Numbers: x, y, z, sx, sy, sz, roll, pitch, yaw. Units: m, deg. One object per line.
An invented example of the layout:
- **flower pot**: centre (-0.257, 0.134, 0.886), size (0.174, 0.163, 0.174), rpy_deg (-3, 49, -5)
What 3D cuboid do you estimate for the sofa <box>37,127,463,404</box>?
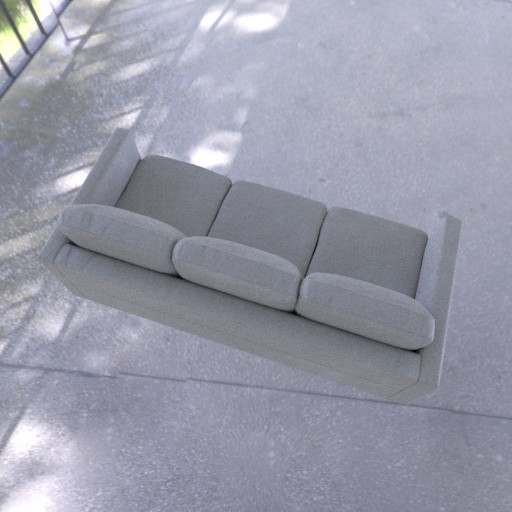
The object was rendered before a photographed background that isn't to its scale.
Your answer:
- **sofa**: centre (0.000, 0.000, 2.472), size (1.983, 0.918, 0.944), rpy_deg (17, 65, 8)
